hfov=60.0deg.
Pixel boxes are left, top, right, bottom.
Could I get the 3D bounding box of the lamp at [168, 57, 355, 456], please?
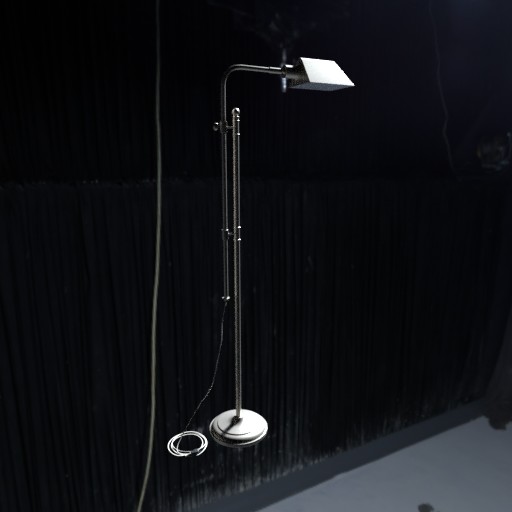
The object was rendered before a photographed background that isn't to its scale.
[{"bbox_3d":[0.000,0.000,1.846,0.813,1.571,0.256,-6,14,-26],"label":"lamp"}]
